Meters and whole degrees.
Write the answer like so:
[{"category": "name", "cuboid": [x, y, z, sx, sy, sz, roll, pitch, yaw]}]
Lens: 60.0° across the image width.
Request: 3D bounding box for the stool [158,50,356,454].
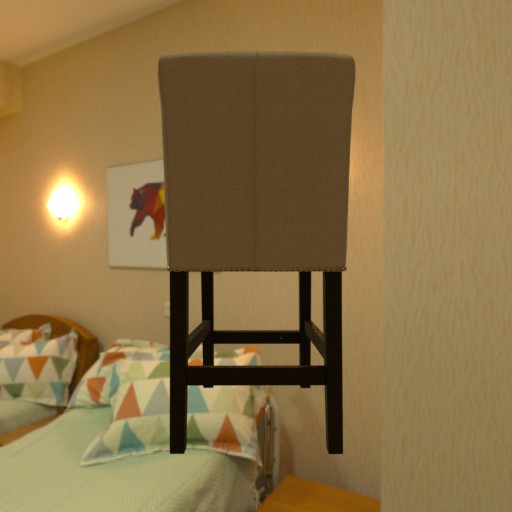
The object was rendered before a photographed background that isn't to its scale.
[{"category": "stool", "cuboid": [0.000, 0.000, 1.208, 0.427, 0.885, 0.571, 0, 1, 0]}]
